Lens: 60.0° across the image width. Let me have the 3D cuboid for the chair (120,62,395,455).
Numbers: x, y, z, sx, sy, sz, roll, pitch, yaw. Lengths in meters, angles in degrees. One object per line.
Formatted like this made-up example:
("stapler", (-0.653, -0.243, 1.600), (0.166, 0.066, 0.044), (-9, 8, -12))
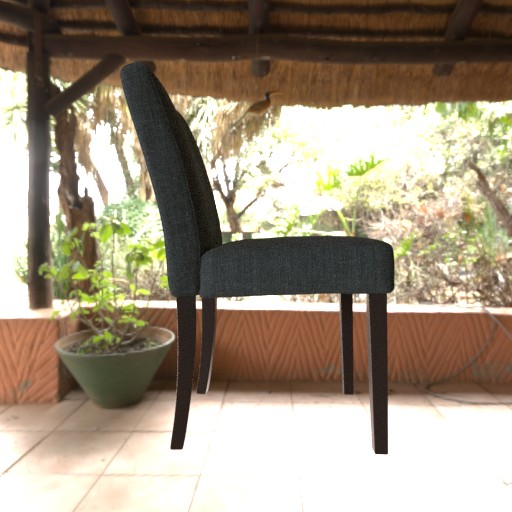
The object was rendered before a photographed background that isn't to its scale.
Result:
("chair", (0.000, 0.000, 1.208), (0.629, 0.884, 0.487), (0, 1, 2))
